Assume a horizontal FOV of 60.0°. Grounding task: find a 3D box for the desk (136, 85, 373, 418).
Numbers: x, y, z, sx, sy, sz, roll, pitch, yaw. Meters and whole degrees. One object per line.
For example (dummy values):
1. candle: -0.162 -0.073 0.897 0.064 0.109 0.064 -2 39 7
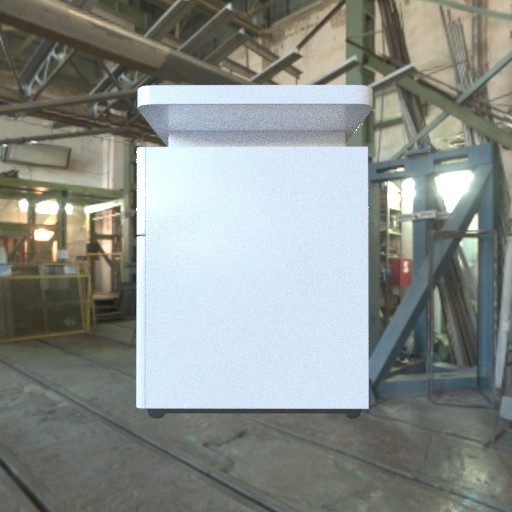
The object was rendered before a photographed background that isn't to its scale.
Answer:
1. desk: 0.000 0.000 1.596 0.550 0.760 1.200 0 -1 0
